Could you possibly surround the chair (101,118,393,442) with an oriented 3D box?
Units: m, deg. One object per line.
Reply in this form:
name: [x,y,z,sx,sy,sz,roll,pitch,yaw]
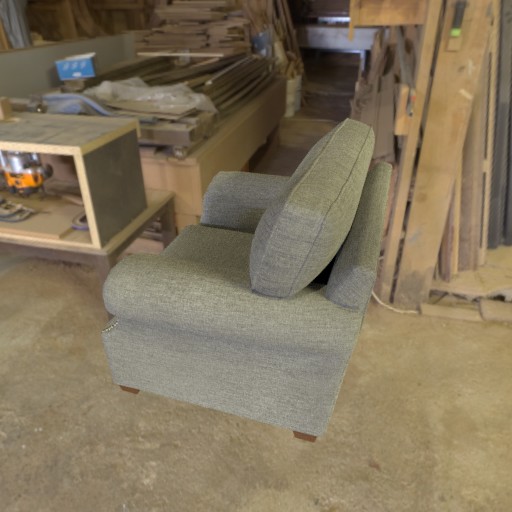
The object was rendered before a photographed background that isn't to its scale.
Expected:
chair: [0.000,0.000,1.833,0.965,0.961,1.092,9,32,15]
